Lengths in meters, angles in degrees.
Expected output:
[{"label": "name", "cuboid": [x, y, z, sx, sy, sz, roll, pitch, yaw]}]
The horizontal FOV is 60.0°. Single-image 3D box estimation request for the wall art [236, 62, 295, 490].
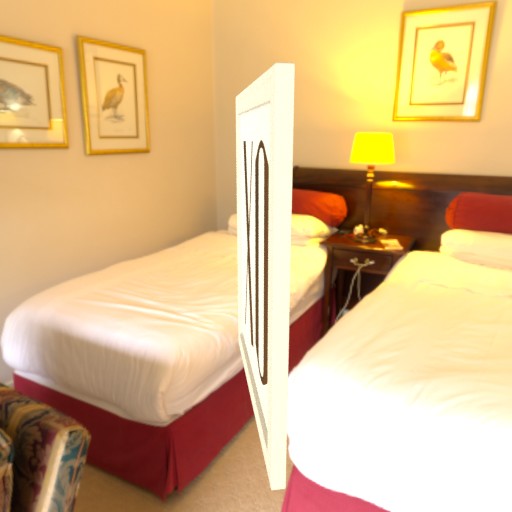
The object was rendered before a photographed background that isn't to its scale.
[{"label": "wall art", "cuboid": [0.000, 0.000, 0.741, 0.020, 0.536, 0.444, -2, 16, -8]}]
